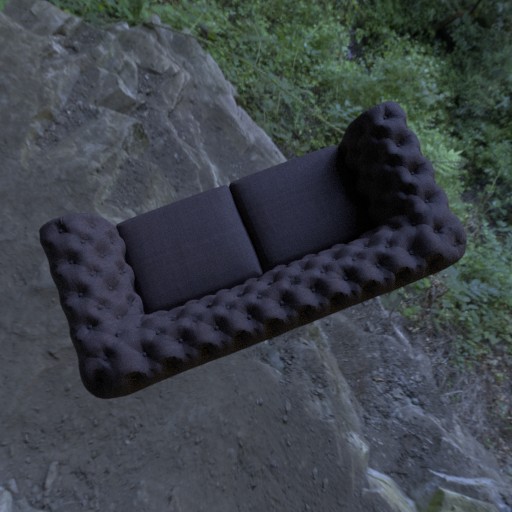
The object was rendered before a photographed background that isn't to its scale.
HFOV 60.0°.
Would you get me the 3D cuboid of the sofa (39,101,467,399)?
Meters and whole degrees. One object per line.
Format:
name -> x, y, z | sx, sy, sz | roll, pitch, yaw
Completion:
sofa -> 0.000, 0.000, 2.524 | 2.048, 0.780, 0.944 | -21, 78, -5
